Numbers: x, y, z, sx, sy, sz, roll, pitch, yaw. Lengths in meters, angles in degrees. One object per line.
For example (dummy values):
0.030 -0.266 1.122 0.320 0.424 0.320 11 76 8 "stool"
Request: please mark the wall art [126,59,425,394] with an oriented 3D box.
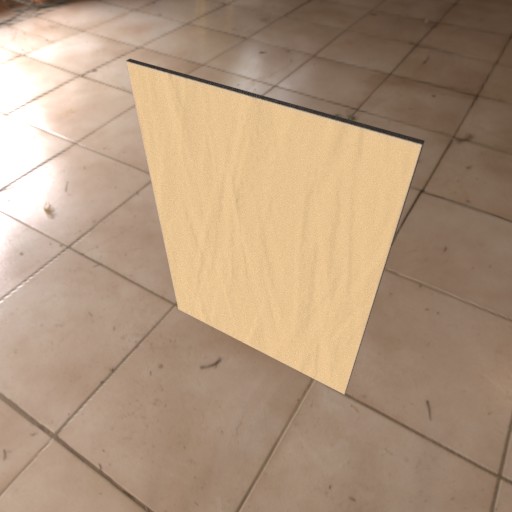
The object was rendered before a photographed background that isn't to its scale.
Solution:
0.000 0.000 1.468 0.810 1.116 0.016 23 51 21 "wall art"
